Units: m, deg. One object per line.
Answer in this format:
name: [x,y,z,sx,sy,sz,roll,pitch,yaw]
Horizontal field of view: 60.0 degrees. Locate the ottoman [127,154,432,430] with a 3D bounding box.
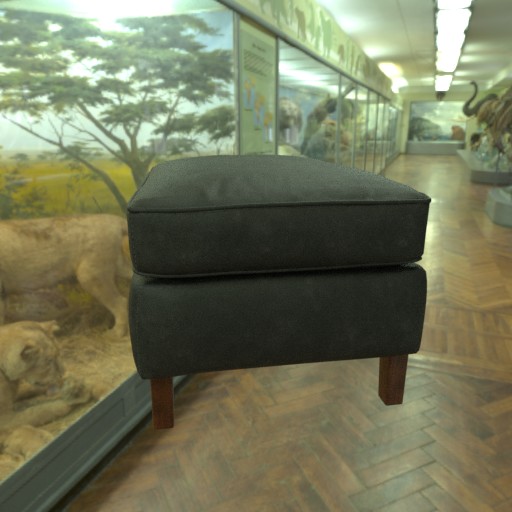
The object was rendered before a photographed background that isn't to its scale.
ottoman: [0.000,0.000,0.980,0.501,0.413,0.665,-3,17,-9]
